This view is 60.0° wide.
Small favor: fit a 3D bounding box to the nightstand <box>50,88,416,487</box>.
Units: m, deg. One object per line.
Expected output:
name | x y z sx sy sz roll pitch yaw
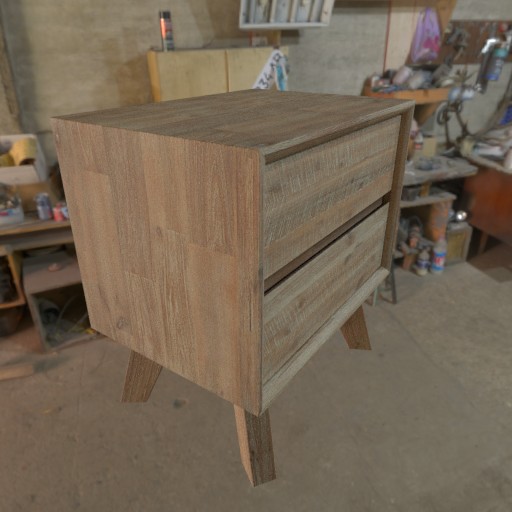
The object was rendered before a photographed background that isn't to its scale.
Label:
nightstand | 0.000 0.000 0.918 0.396 0.589 0.552 17 31 31
